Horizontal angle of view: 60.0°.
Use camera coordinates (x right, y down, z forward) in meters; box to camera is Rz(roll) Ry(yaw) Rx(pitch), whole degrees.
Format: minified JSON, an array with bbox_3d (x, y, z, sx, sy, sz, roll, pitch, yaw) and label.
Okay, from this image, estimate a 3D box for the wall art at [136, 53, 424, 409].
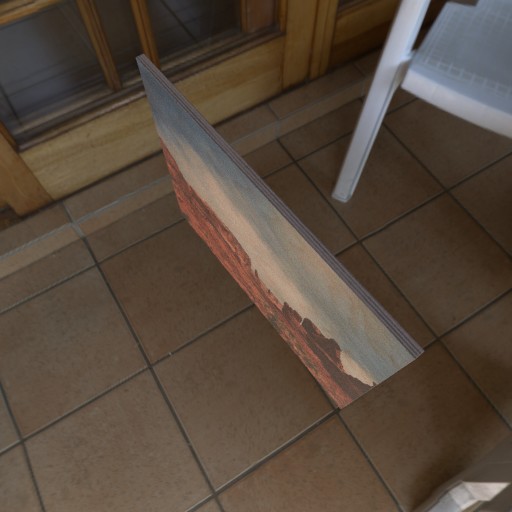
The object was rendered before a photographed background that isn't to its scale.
[{"bbox_3d":[0.000,0.000,0.690,0.013,0.406,0.508,-35,69,-15],"label":"wall art"}]
